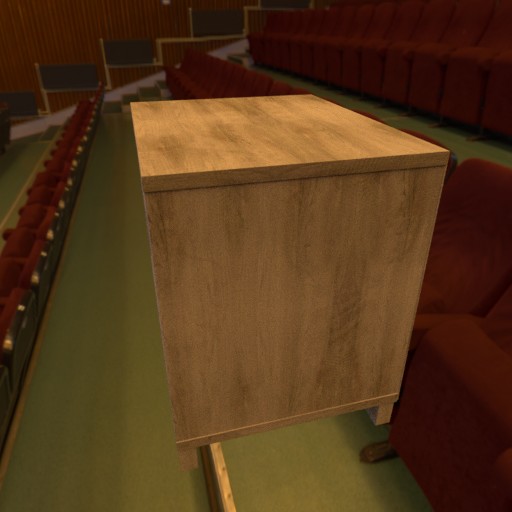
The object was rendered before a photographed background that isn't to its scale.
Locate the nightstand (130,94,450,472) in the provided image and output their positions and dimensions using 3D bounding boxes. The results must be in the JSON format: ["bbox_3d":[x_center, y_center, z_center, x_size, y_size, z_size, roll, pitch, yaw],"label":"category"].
[{"bbox_3d":[0.000,0.000,0.754,0.347,0.448,0.427,-7,29,-13],"label":"nightstand"}]
